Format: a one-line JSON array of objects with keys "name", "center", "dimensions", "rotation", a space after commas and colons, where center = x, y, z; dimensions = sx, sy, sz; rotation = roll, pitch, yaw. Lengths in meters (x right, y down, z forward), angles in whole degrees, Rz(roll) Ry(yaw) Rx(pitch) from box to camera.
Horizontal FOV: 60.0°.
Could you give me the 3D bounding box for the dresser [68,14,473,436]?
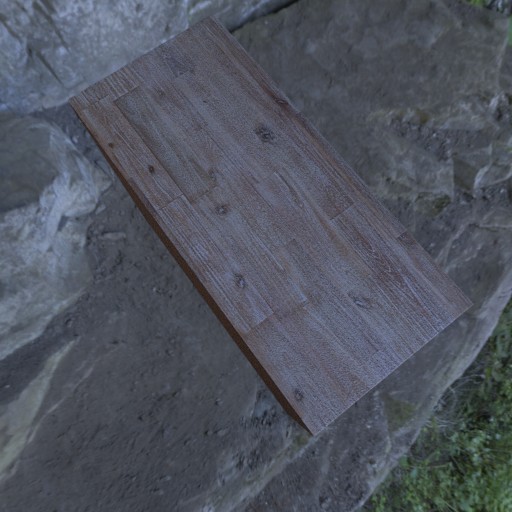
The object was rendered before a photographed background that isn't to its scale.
[{"name": "dresser", "center": [0.000, 0.000, 1.547], "dimensions": [0.455, 1.029, 0.998], "rotation": [-36, 77, -10]}]
